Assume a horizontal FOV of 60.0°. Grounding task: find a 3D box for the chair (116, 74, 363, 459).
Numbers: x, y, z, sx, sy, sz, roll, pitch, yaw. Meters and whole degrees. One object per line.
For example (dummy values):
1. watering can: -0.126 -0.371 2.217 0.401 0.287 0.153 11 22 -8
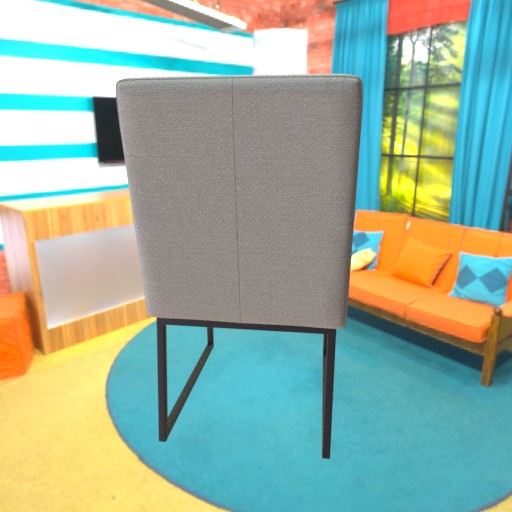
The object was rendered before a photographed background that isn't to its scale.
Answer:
1. chair: 0.000 0.000 1.294 0.520 0.930 0.634 2 16 8
